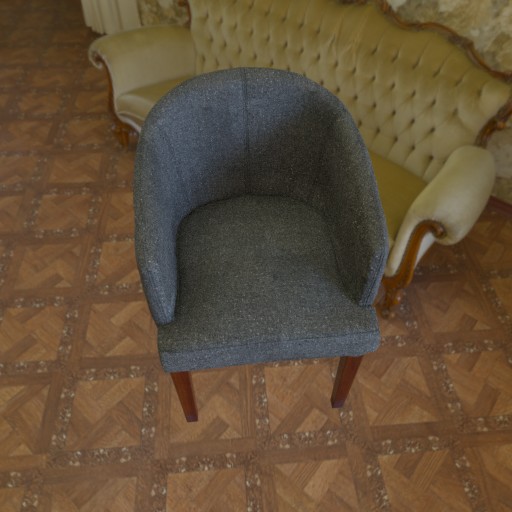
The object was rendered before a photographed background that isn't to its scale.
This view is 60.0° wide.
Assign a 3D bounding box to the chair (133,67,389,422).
[{"bbox_3d":[0.000,0.000,1.264,0.583,0.811,0.655,-5,48,-4],"label":"chair"}]
